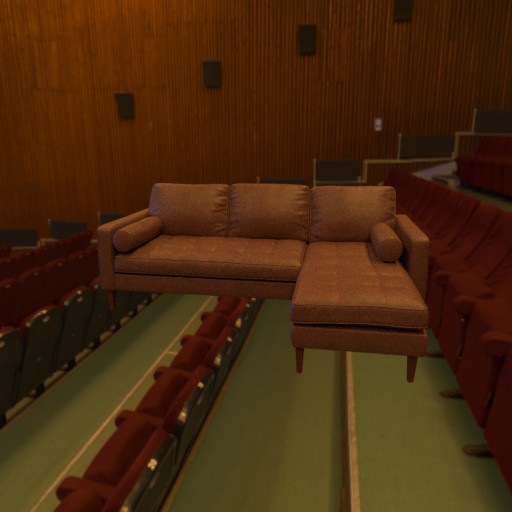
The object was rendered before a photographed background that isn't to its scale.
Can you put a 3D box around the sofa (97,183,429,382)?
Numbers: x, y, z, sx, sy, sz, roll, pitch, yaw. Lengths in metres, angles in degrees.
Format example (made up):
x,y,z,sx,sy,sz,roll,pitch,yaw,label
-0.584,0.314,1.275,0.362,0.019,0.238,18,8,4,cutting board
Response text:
x,y,z,sx,sy,sz,roll,pitch,yaw,label
0.000,0.000,2.971,2.185,0.841,1.613,2,15,9,sofa
